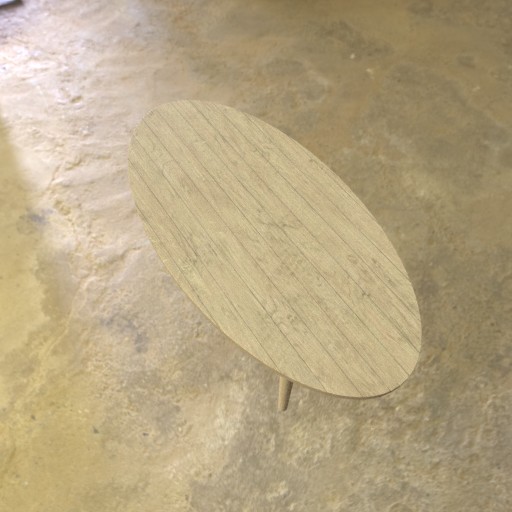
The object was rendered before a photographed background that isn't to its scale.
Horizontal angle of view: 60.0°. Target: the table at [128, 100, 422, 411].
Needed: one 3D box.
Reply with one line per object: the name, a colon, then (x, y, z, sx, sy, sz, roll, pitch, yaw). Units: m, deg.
table: (0.000, 0.000, 1.335, 0.542, 0.390, 1.083, -29, 62, -18)
